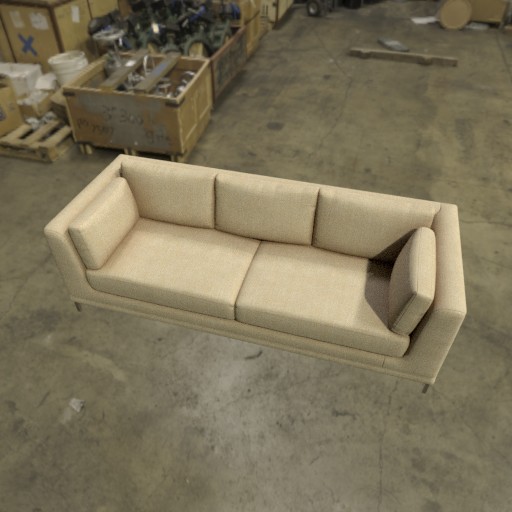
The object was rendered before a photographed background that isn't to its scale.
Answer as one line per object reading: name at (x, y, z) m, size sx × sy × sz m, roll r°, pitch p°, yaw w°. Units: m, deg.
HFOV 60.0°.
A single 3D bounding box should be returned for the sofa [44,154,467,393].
sofa at (0.000, 0.000, 2.950) m, size 2.415 × 0.867 × 0.969 m, roll 11°, pitch 43°, yaw 12°
